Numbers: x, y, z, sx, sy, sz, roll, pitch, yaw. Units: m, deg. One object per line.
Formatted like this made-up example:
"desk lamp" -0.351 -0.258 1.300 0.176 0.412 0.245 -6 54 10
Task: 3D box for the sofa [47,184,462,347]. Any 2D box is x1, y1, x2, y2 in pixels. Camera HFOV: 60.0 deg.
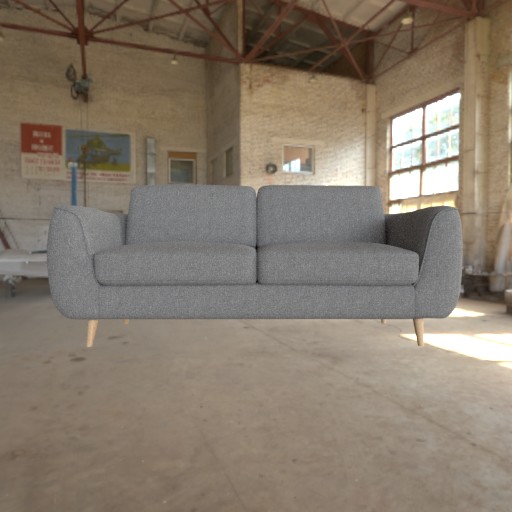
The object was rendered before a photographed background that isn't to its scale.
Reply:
"sofa" 0.000 0.000 2.486 2.000 0.870 0.920 0 1 0
